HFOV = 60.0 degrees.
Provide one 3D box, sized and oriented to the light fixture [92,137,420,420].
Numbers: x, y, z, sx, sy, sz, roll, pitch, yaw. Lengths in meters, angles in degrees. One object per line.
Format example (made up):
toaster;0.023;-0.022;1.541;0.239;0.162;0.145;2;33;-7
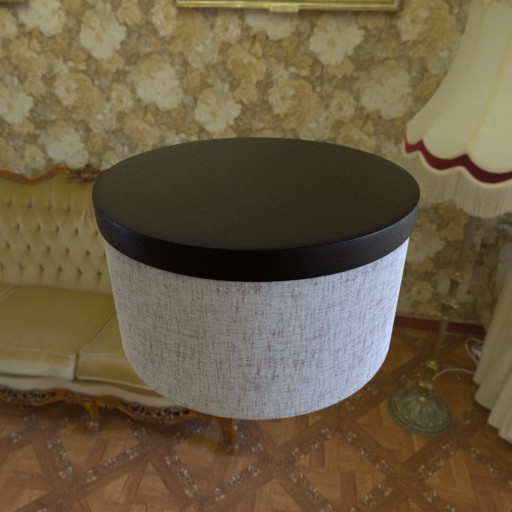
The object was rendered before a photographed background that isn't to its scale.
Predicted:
light fixture;0.000;0.000;0.606;0.389;0.229;0.389;0;29;0
